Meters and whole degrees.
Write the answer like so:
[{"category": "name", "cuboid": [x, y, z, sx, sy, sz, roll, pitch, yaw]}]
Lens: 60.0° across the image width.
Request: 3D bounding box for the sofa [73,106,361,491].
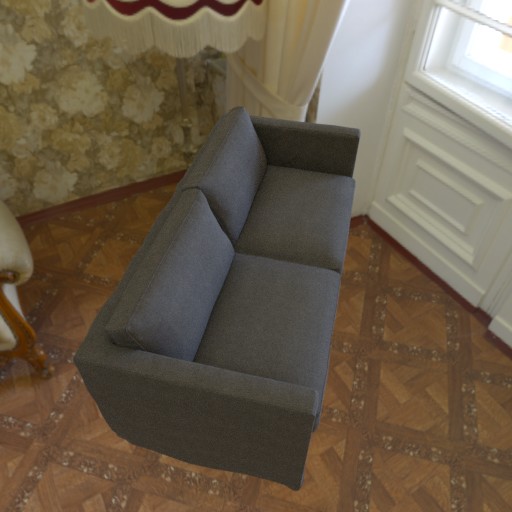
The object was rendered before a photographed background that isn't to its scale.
[{"category": "sofa", "cuboid": [0.000, 0.000, 2.428, 0.953, 0.855, 1.982, 10, 46, 10]}]
